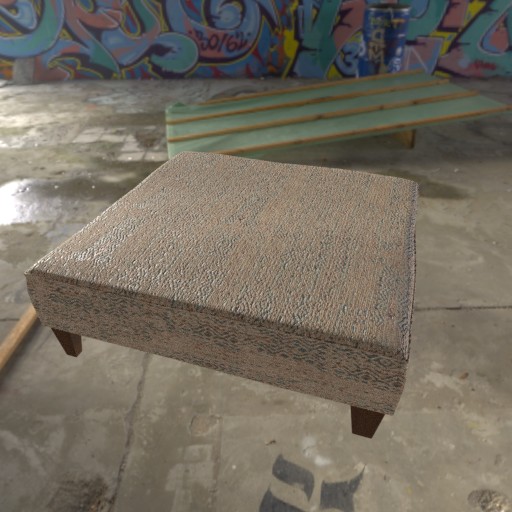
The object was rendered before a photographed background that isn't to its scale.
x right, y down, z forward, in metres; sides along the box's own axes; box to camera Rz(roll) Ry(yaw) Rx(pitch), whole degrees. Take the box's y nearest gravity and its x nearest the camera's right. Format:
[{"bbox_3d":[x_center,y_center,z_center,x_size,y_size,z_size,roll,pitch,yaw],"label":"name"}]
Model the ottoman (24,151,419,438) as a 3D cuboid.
[{"bbox_3d":[0.000,0.000,1.504,1.004,0.356,0.968,10,35,15],"label":"ottoman"}]
